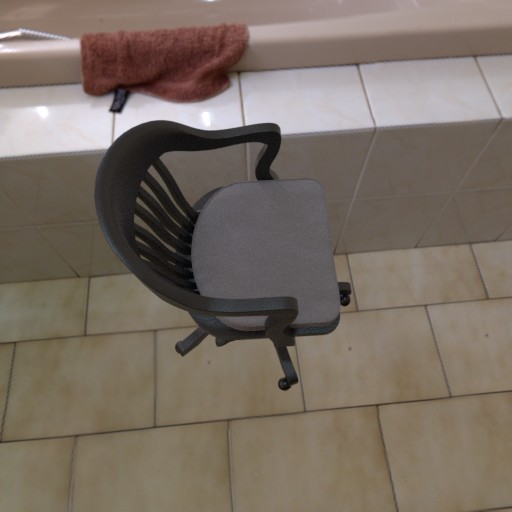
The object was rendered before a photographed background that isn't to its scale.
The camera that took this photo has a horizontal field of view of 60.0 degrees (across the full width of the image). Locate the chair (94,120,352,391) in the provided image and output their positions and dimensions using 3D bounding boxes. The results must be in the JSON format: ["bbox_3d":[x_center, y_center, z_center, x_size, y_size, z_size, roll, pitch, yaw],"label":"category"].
[{"bbox_3d":[0.000,0.000,1.481,0.788,0.878,0.750,-3,64,-1],"label":"chair"}]
